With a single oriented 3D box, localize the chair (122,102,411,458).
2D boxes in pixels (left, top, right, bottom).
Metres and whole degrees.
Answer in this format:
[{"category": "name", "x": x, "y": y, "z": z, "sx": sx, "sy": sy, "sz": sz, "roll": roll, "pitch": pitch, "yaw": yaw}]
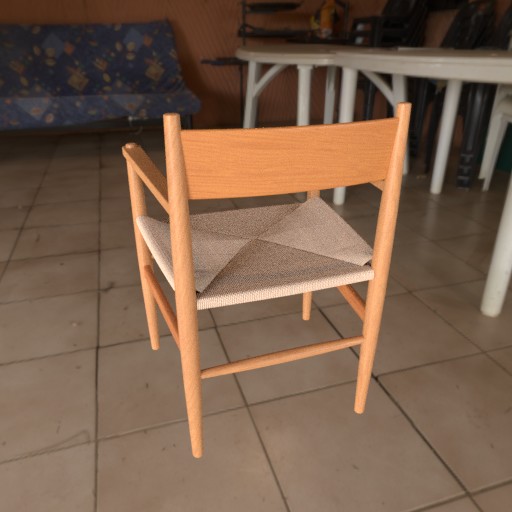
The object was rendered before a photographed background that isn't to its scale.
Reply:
[{"category": "chair", "x": 0.000, "y": 0.000, "z": 1.103, "sx": 0.556, "sy": 0.762, "sz": 0.495, "roll": -8, "pitch": 27, "yaw": -17}]
